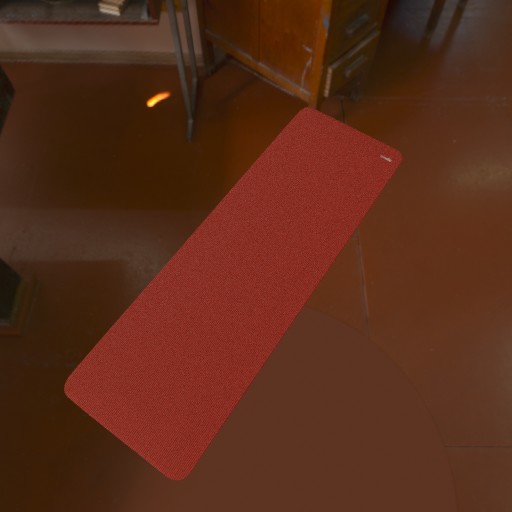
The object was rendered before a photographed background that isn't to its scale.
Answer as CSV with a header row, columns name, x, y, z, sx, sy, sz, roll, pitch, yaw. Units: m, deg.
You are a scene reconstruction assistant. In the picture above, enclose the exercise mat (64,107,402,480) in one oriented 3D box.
name,x,y,z,sx,sy,sz,roll,pitch,yaw
exercise mat,0.000,0.000,2.031,0.616,0.021,1.869,31,67,15
